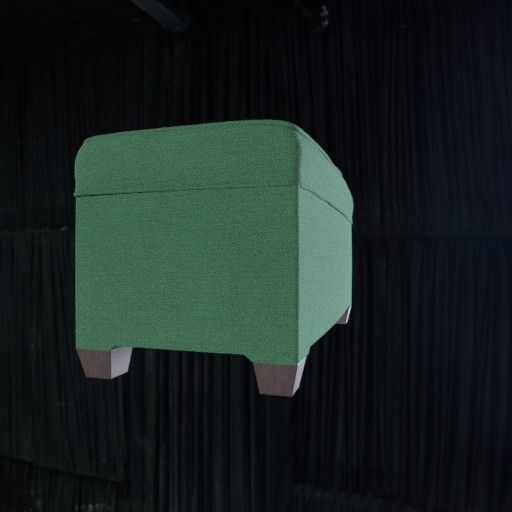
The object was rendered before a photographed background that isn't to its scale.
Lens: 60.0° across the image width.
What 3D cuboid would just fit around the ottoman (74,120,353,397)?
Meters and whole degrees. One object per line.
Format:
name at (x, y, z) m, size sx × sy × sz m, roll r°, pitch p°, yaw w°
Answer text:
ottoman at (0.000, 0.000, 1.220) m, size 0.483 × 0.471 × 0.957 m, roll 0°, pitch 0°, yaw 17°
